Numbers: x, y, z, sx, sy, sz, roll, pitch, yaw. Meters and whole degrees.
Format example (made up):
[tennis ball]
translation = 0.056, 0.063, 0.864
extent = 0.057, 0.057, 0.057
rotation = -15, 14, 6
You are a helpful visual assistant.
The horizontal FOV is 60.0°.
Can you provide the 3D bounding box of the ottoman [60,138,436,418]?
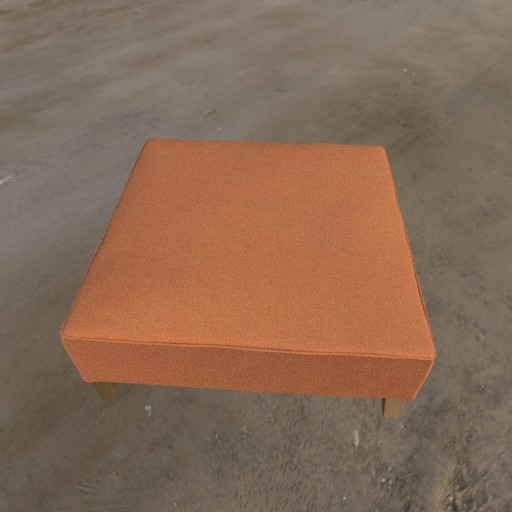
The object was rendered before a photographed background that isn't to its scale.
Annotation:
[ottoman]
translation = 0.000, 0.000, 1.599
extent = 0.997, 0.438, 0.999
rotation = 3, 46, 3
